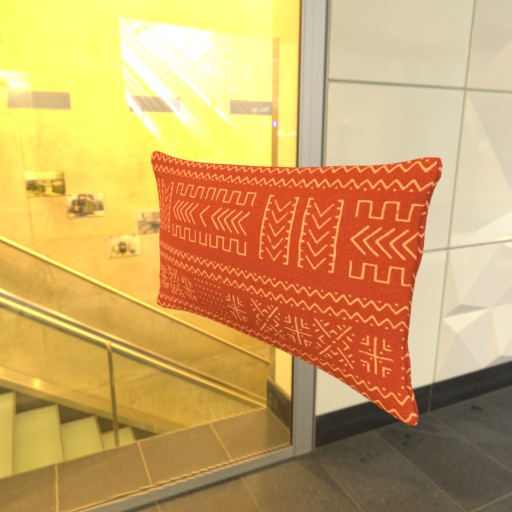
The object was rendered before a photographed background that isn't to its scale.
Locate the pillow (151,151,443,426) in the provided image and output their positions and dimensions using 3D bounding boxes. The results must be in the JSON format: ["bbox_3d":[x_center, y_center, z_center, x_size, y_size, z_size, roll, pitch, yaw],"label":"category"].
[{"bbox_3d":[0.000,0.000,0.778,0.130,0.352,0.640,-13,19,-42],"label":"pillow"}]
